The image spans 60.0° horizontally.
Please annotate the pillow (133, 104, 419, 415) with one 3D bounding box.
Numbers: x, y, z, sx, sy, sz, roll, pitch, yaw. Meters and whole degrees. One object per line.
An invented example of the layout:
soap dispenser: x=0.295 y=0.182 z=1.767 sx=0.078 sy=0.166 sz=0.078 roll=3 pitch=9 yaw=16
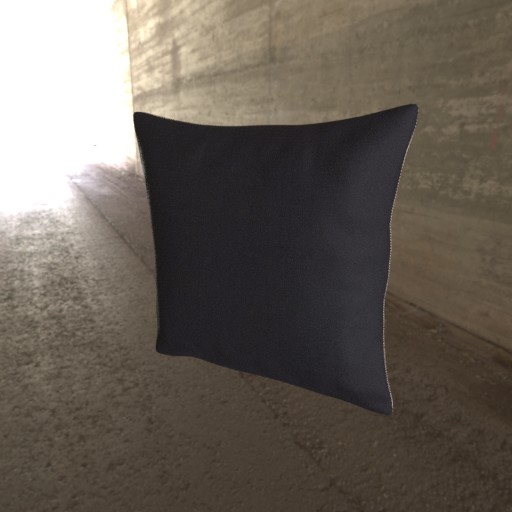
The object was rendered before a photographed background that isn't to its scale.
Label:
pillow: x=0.000 y=0.000 z=0.803 sx=0.520 sy=0.508 sz=0.166 roll=8 pitch=18 yaw=26
